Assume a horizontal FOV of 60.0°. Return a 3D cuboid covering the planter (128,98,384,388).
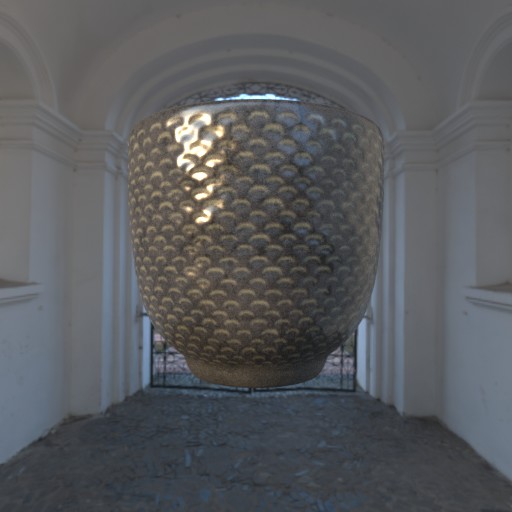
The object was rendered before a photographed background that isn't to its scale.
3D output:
[{"bbox_3d":[0.000,0.000,0.309,0.172,0.160,0.172,0,-1,0],"label":"planter"}]
